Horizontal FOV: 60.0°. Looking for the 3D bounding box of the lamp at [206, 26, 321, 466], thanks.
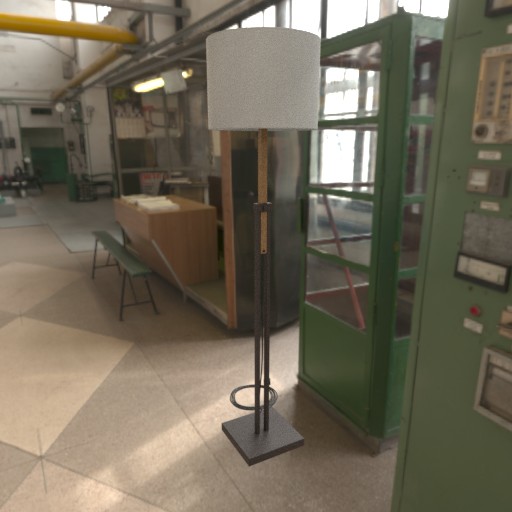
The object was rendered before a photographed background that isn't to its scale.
[{"bbox_3d":[0.000,0.000,1.905,0.474,1.650,0.639,-8,17,-28],"label":"lamp"}]
